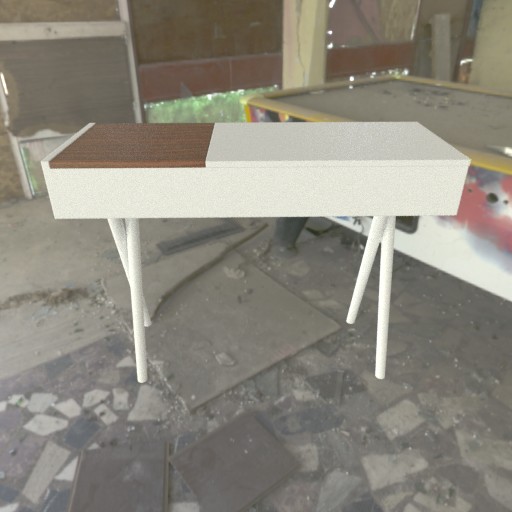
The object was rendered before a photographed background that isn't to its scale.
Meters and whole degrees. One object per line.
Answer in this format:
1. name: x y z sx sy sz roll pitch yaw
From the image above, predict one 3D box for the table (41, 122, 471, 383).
1. table: 0.000 0.000 1.472 1.066 0.785 0.418 -1 30 -1
